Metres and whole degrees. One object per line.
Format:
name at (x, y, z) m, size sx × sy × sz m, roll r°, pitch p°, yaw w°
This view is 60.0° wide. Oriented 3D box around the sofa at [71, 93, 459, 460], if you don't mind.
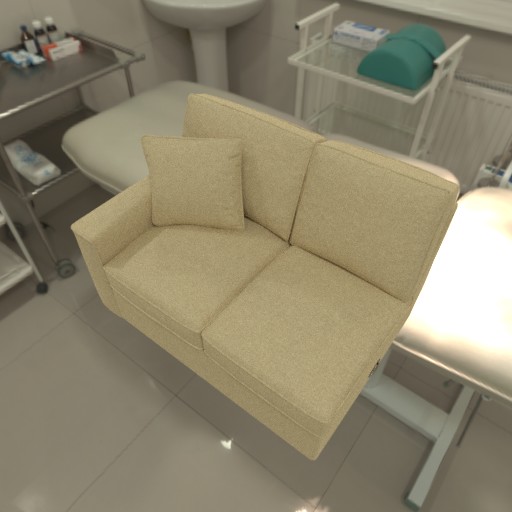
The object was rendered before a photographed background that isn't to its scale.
sofa at (0.000, 0.000, 2.061) m, size 1.388 × 0.989 × 0.991 m, roll 29°, pitch 53°, yaw 25°
